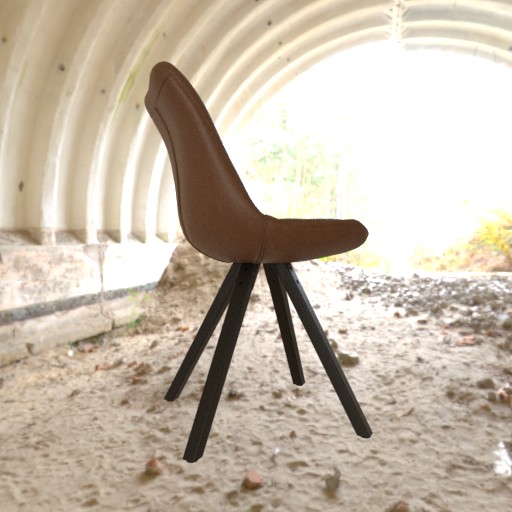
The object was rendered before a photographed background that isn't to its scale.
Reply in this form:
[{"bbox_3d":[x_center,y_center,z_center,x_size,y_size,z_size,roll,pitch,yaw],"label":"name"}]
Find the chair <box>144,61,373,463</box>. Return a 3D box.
[{"bbox_3d":[0.000,0.000,1.162,0.550,0.850,0.475,-1,2,-18],"label":"chair"}]
